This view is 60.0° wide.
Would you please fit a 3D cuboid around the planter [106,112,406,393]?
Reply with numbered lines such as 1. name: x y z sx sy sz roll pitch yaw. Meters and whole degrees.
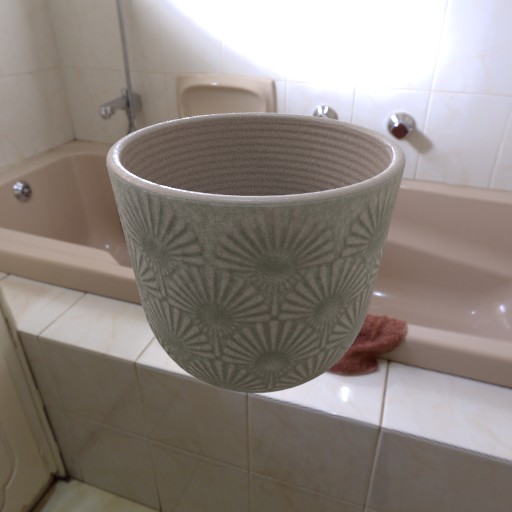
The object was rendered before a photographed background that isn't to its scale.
1. planter: 0.000 0.000 0.298 0.170 0.152 0.170 0 30 0
